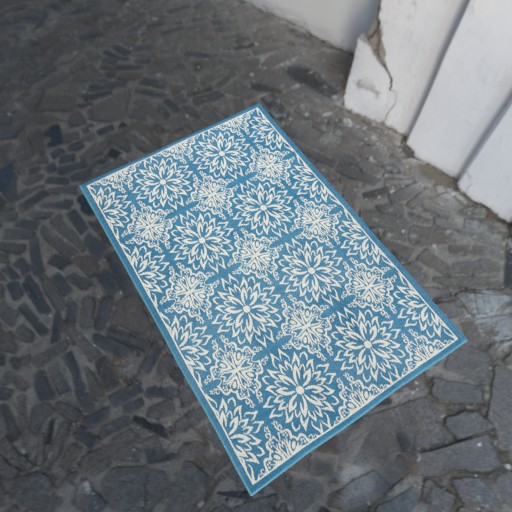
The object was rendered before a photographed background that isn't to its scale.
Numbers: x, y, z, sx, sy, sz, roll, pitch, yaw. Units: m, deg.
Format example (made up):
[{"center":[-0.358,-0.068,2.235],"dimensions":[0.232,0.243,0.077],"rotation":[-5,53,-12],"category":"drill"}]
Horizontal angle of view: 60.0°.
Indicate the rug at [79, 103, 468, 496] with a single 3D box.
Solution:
[{"center":[0.000,0.000,3.479],"dimensions":[1.830,0.018,2.769],"rotation":[-29,66,-14],"category":"rug"}]
